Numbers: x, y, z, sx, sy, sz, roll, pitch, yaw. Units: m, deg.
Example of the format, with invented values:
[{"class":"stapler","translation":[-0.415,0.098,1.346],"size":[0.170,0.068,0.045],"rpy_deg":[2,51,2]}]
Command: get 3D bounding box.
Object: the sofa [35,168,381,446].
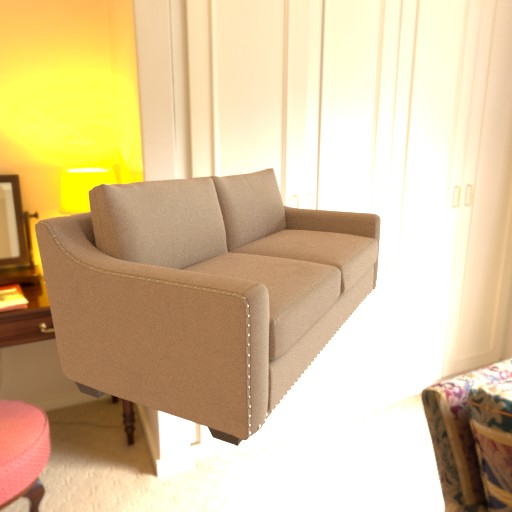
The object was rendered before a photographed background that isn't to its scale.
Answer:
[{"class":"sofa","translation":[0.000,0.000,2.492],"size":[1.030,0.901,1.967],"rpy_deg":[7,15,26]}]
